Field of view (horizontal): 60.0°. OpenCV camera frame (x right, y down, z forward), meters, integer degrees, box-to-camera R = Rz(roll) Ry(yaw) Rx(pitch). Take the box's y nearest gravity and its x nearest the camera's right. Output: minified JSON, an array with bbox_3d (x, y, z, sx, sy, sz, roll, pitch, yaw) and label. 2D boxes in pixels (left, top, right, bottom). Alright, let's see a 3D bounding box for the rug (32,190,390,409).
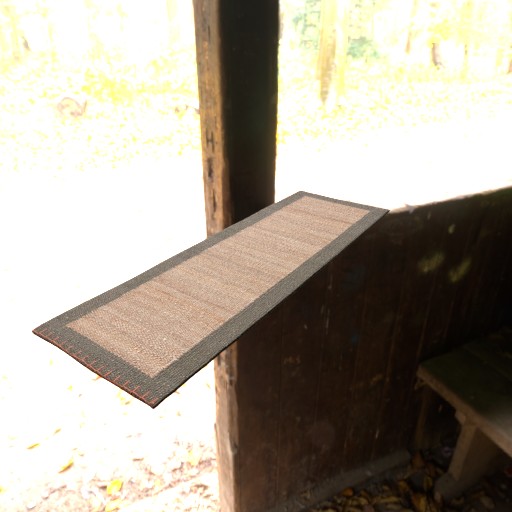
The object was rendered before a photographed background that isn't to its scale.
[{"bbox_3d":[0.000,0.000,2.679,0.810,0.016,2.413,18,32,31],"label":"rug"}]
